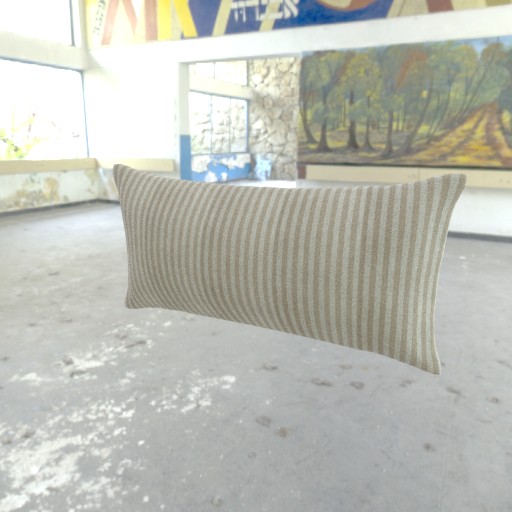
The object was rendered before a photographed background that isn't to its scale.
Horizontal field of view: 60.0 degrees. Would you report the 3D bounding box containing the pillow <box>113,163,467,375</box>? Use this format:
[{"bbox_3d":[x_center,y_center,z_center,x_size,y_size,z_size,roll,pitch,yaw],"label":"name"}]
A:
[{"bbox_3d":[0.000,0.000,0.749,0.617,0.295,0.151,7,16,26],"label":"pillow"}]
